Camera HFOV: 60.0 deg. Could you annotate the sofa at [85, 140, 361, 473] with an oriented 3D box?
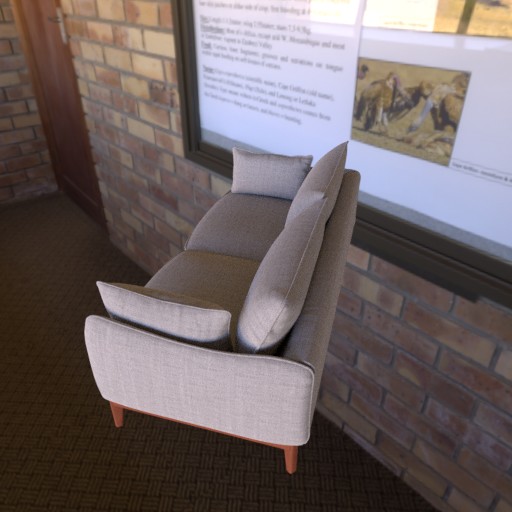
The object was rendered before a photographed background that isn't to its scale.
[{"bbox_3d":[0.000,0.000,2.495,0.972,0.851,1.989,9,33,14],"label":"sofa"}]
